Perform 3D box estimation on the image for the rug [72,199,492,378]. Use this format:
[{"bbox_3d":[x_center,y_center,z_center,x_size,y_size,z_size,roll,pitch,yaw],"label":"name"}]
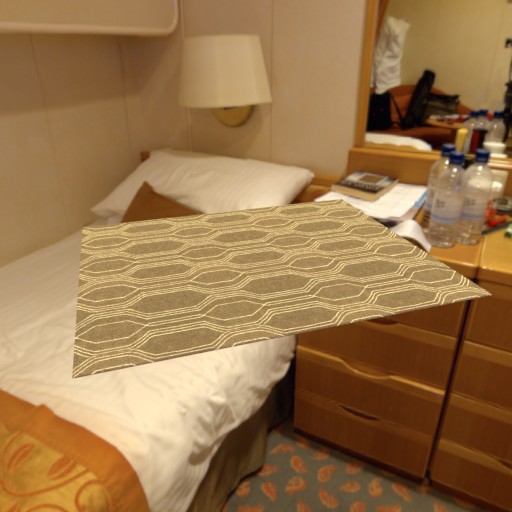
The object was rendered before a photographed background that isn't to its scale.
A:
[{"bbox_3d":[0.000,0.000,4.070,3.062,0.012,2.457,-8,27,-16],"label":"rug"}]
